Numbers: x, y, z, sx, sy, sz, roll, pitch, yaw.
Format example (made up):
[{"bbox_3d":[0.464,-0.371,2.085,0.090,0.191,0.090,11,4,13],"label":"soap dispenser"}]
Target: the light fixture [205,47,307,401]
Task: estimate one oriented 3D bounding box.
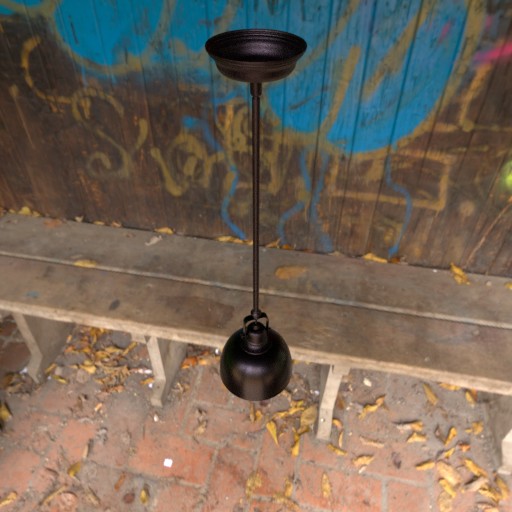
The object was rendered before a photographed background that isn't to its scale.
[{"bbox_3d":[0.000,0.000,0.851,0.182,0.768,0.182,-12,44,-12],"label":"light fixture"}]
